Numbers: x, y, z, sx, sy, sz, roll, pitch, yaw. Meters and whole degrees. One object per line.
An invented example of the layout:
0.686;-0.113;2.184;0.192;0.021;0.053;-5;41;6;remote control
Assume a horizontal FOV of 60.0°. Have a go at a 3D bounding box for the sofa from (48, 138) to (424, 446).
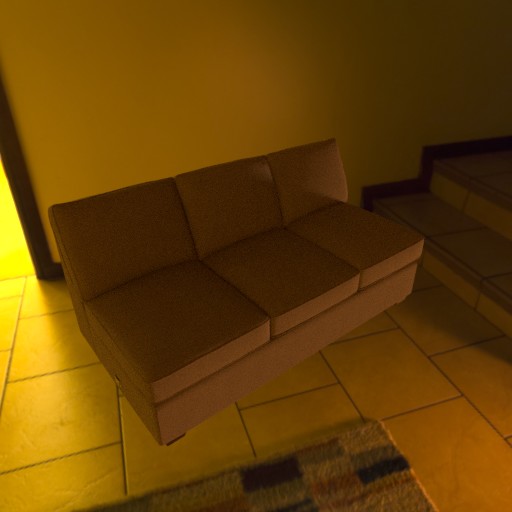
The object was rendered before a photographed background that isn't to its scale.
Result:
0.000;0.000;2.799;2.092;1.036;1.127;-22;38;-32;sofa
